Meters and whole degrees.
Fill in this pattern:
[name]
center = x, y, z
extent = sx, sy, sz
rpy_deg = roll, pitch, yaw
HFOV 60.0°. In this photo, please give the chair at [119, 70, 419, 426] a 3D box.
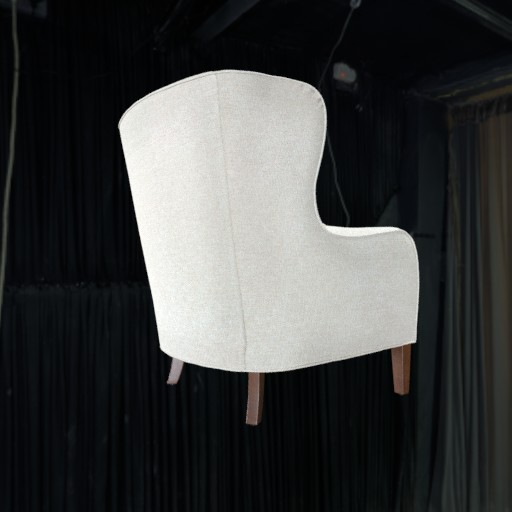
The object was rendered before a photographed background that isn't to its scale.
[chair]
center = 0.000, 0.000, 1.703
extent = 0.966, 1.040, 0.838
rpy_deg = 0, -1, -37
